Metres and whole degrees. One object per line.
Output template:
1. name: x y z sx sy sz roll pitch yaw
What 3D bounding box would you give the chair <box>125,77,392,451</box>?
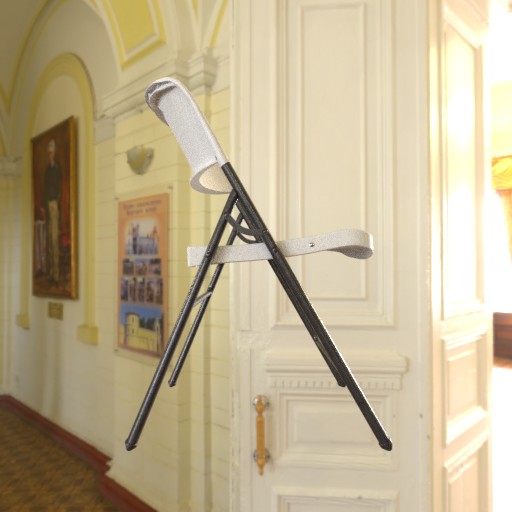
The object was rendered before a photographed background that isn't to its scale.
1. chair: 0.000 0.000 1.160 0.566 0.810 0.494 0 -1 0
